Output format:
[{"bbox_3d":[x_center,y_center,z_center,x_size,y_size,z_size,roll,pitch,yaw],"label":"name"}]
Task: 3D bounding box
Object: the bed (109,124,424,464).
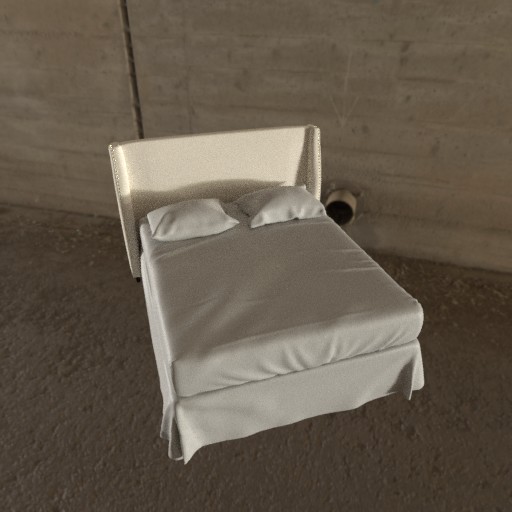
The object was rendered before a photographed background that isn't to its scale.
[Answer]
[{"bbox_3d":[0.000,0.000,3.432,1.925,1.332,2.276,-10,33,-15],"label":"bed"}]
